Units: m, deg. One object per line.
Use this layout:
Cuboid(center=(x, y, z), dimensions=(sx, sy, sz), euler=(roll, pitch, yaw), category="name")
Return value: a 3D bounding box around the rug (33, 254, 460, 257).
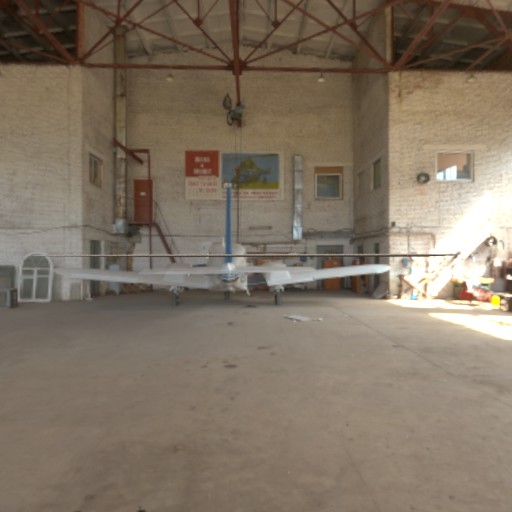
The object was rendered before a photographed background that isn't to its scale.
Cuboid(center=(0.000, 0.000, 3.096), dimensions=(2.438, 0.008, 1.523), euler=(0, 0, 18), category="rug")
